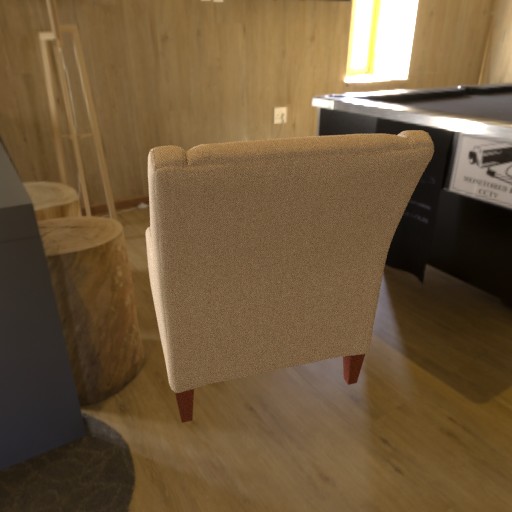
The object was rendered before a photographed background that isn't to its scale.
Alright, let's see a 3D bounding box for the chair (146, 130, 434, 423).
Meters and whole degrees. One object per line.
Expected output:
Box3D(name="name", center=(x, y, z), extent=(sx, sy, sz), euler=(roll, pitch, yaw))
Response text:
Box3D(name="chair", center=(0.000, 0.000, 1.660), extent=(0.774, 1.014, 0.870), euler=(-8, 27, -15))
